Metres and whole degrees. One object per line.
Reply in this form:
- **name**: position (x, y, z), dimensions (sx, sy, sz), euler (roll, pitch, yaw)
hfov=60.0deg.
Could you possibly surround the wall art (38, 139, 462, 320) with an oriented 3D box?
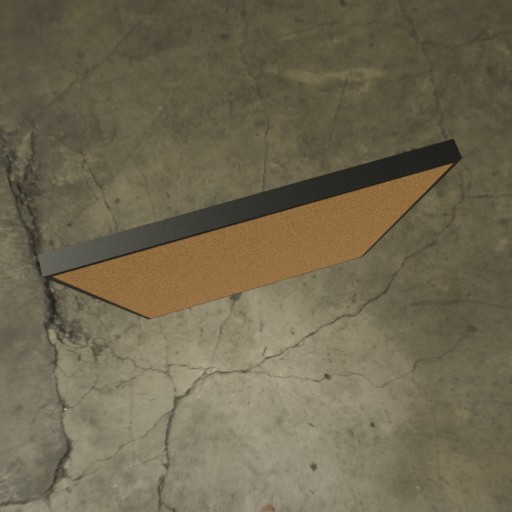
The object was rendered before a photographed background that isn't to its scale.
- **wall art**: position (0.000, 0.000, 1.155), dimensions (0.769, 0.766, 0.042), euler (-16, 77, -4)
